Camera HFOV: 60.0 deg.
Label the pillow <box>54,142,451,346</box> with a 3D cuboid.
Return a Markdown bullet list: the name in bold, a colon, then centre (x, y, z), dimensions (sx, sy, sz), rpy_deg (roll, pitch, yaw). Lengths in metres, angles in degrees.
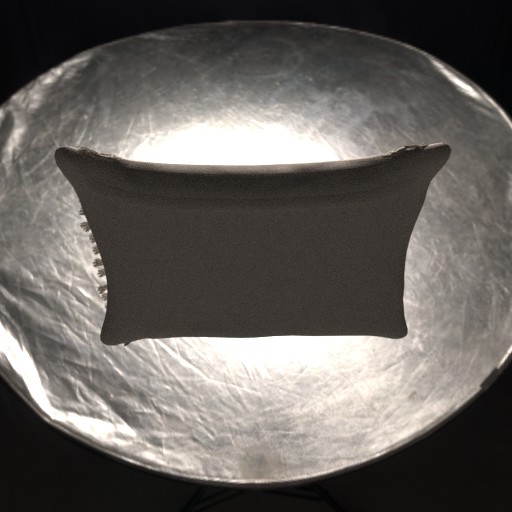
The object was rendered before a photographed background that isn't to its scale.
- **pillow**: centre (0.000, 0.000, 0.593), dimensions (0.466, 0.305, 0.084), rpy_deg (-1, 31, -2)
